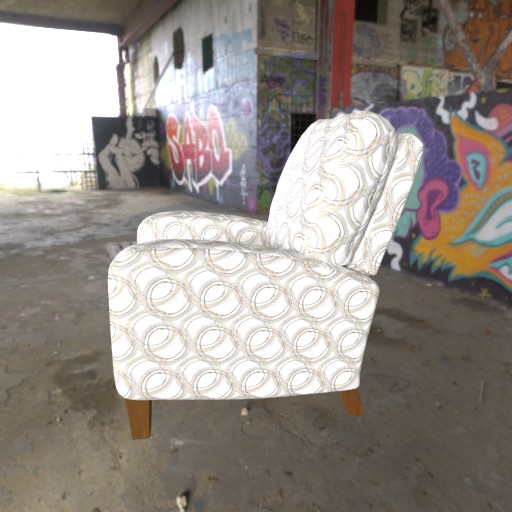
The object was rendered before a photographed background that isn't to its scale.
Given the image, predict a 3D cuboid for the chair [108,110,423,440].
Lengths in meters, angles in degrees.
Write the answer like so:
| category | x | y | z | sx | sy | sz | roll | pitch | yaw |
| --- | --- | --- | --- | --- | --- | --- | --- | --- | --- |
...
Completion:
| category | x | y | z | sx | sy | sz | roll | pitch | yaw |
| --- | --- | --- | --- | --- | --- | --- | --- | --- | --- |
| chair | 0.000 | 0.000 | 1.746 | 0.995 | 1.065 | 0.796 | -2 | 14 | -7 |
